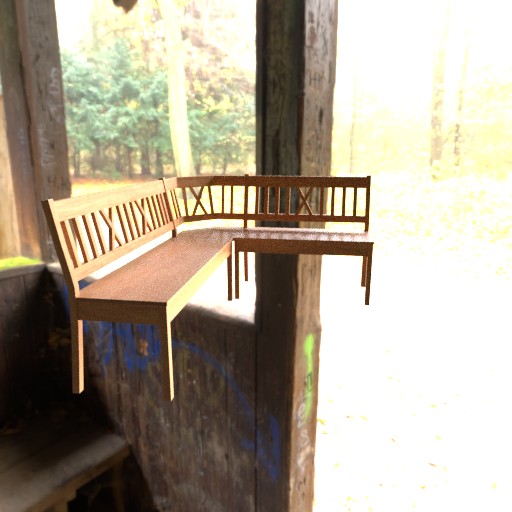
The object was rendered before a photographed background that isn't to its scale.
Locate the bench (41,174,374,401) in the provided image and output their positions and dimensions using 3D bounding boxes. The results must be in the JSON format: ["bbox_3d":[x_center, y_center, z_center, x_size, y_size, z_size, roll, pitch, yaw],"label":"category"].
[{"bbox_3d":[0.000,0.000,2.789,1.537,0.902,1.937,2,14,8],"label":"bench"}]
